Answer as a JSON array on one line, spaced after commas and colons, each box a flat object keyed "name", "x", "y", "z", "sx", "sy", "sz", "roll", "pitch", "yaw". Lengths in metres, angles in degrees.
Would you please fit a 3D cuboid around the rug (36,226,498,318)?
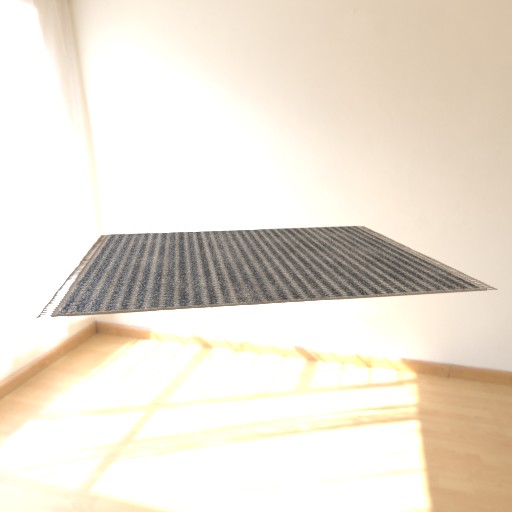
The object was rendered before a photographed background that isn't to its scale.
[{"name": "rug", "x": 0.000, "y": 0.000, "z": 3.804, "sx": 2.910, "sy": 0.013, "sz": 2.256, "roll": -3, "pitch": 15, "yaw": -9}]
